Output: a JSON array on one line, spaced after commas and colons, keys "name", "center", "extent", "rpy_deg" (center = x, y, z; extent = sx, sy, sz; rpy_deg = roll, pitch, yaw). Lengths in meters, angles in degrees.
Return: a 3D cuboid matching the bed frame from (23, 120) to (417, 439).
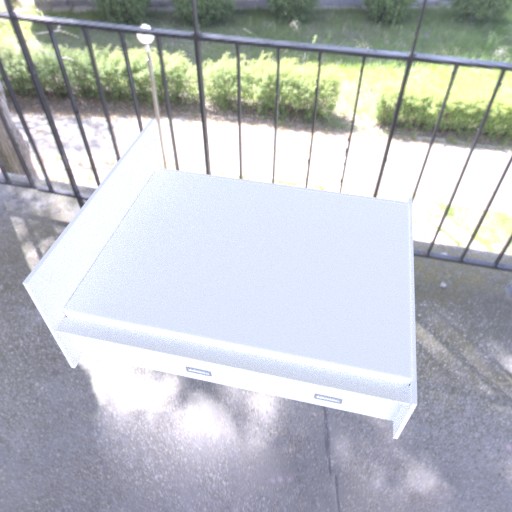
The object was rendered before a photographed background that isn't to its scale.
[{"name": "bed frame", "center": [0.000, 0.000, 2.841], "extent": [1.960, 0.800, 1.622], "rpy_deg": [9, 47, 9]}]
